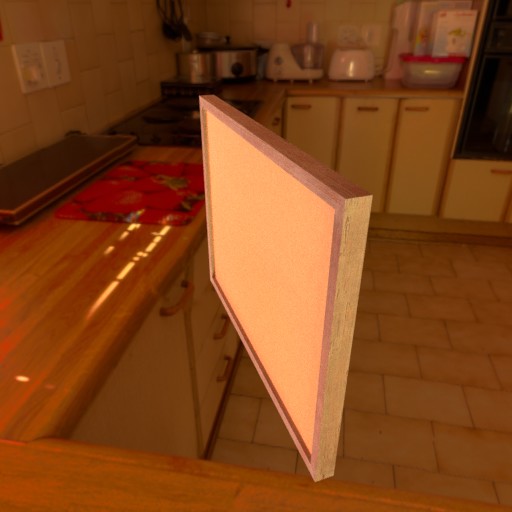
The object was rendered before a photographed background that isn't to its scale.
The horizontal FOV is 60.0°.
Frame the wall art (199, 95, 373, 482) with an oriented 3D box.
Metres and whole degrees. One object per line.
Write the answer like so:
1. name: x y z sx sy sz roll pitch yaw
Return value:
1. wall art: 0.000 0.000 1.769 0.070 1.009 1.320 -10 31 -18
